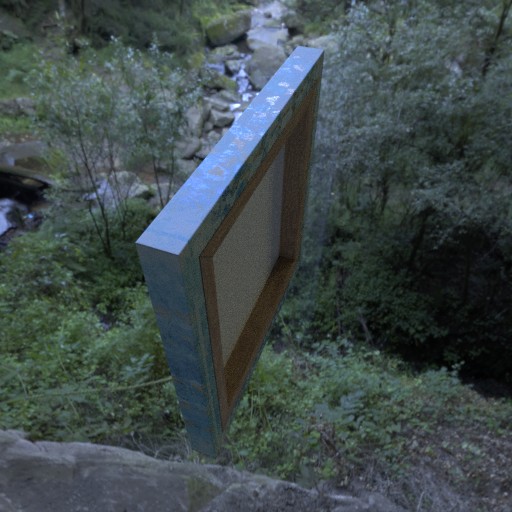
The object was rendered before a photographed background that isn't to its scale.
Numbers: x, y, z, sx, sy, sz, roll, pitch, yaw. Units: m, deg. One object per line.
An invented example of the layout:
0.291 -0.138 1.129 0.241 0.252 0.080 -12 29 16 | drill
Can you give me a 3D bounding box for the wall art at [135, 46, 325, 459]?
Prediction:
0.000 0.000 0.603 0.037 0.405 0.405 16 48 15 | wall art
